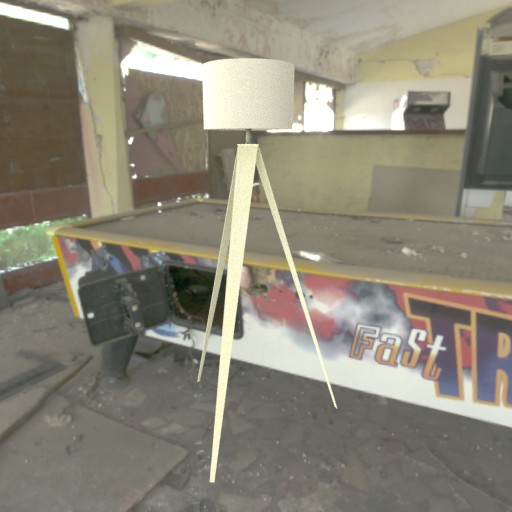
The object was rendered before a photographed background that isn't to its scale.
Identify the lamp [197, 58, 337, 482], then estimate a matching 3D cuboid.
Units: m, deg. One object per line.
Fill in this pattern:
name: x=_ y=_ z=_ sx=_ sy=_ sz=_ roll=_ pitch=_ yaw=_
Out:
lamp: x=0.000 y=0.000 z=1.942 sx=0.716 sy=1.524 sz=0.724 roll=-7 pitch=16 yaw=-24
